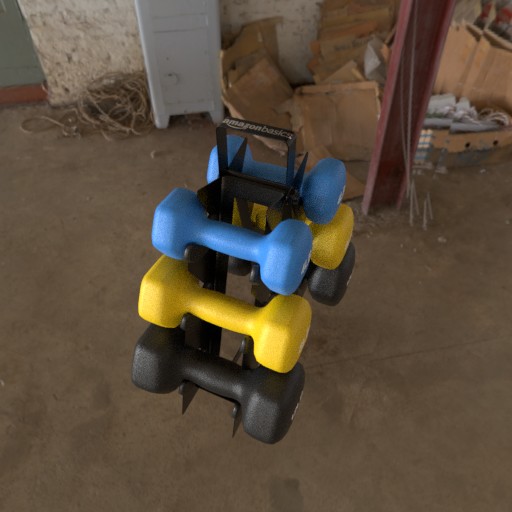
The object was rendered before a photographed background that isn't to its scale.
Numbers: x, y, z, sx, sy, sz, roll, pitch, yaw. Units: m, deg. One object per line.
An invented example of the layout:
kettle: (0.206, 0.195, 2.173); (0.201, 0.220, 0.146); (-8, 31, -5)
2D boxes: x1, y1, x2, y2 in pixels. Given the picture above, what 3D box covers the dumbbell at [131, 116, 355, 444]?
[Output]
dumbbell: (0.000, 0.000, 0.670); (0.255, 0.426, 0.409); (18, 48, 17)
